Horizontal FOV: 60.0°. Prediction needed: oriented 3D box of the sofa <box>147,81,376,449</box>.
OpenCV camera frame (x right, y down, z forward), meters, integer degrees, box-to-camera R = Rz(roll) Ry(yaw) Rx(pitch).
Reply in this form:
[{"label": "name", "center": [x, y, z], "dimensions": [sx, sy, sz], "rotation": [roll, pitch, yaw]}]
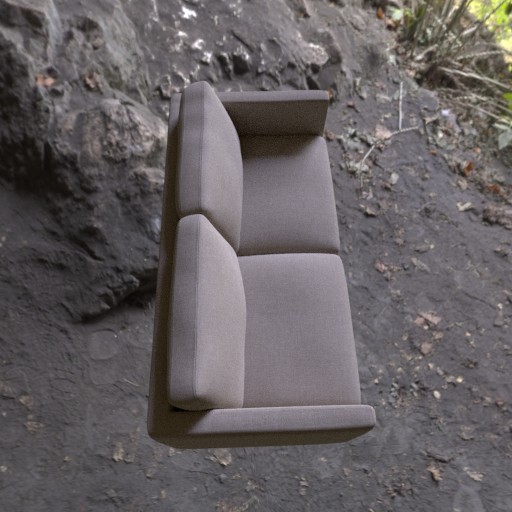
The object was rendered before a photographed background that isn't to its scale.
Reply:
[{"label": "sofa", "center": [0.000, 0.000, 2.416], "dimensions": [0.951, 0.947, 1.884], "rotation": [-2, 63, -1]}]
